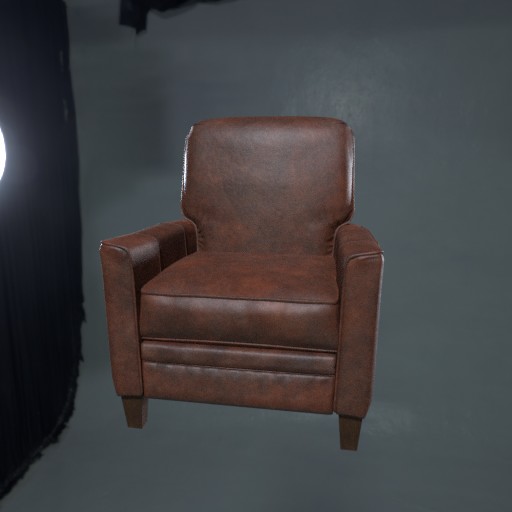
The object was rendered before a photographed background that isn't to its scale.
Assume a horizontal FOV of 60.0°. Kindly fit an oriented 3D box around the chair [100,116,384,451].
[{"bbox_3d":[0.000,0.000,1.654,0.843,1.043,0.836,2,14,9],"label":"chair"}]
